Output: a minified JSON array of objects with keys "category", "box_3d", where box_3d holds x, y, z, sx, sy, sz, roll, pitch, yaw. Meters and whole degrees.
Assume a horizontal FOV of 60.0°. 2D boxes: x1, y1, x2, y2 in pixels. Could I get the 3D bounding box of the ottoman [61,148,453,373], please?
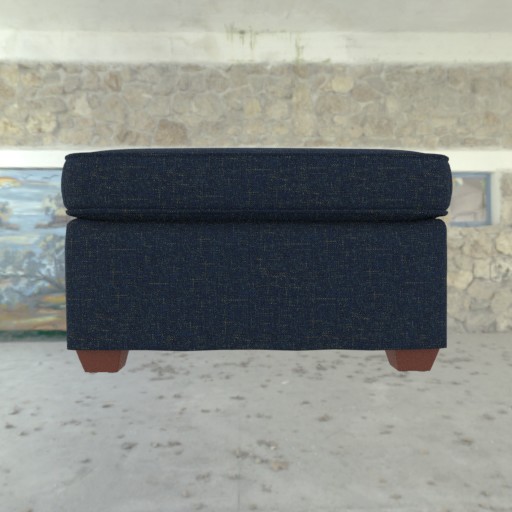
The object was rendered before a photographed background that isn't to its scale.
[{"category":"ottoman","box_3d":[0.000,0.000,1.068,0.749,0.450,0.549,0,0,-1]}]
